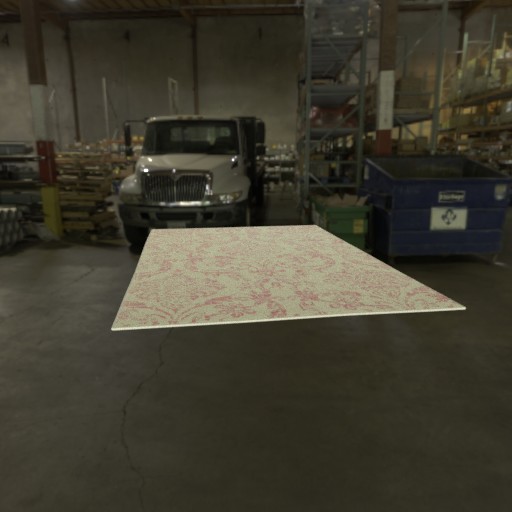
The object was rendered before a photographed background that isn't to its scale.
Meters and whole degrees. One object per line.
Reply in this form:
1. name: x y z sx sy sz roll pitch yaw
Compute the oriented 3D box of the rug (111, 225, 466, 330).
1. rug: 0.000 0.000 2.365 1.219 0.012 1.839 -2 13 -9
